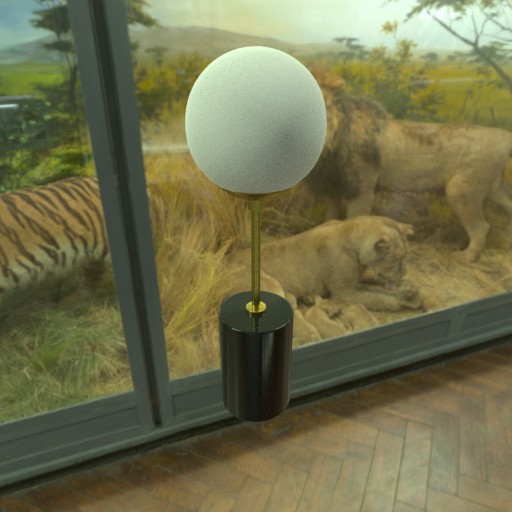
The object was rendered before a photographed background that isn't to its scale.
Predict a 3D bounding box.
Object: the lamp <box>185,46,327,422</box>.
[{"bbox_3d":[0.000,0.000,0.561,0.153,0.480,0.153,0,28,0],"label":"lamp"}]
